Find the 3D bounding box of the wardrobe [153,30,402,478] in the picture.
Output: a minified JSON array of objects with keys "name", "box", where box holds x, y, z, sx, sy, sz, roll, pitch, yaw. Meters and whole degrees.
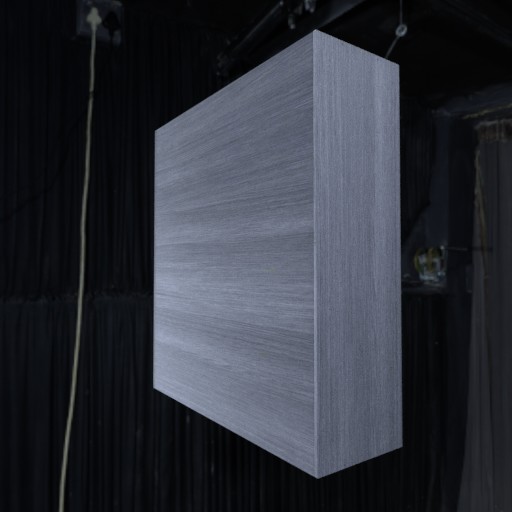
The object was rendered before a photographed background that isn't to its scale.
[{"name":"wardrobe","box":[0.000,0.000,2.832,0.629,1.960,1.780,1,-2,-36]}]
